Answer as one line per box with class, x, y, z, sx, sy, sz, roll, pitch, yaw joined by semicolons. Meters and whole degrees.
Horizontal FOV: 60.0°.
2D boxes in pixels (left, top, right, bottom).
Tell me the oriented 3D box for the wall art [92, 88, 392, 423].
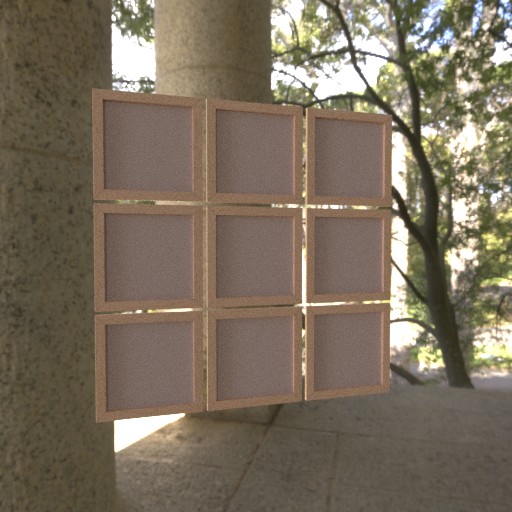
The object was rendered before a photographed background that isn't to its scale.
wall art;0.000;0.000;1.772;1.217;1.207;0.016;-1;2;-16
